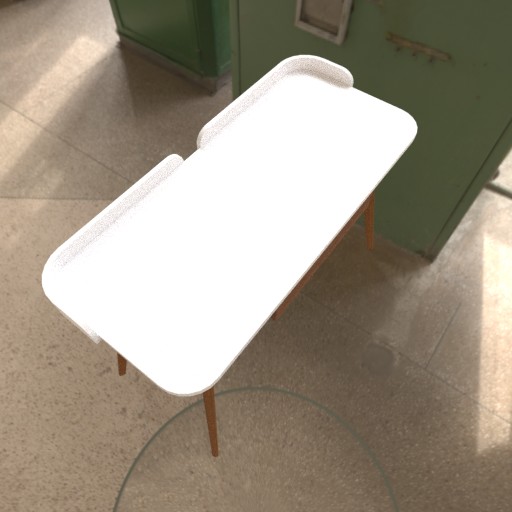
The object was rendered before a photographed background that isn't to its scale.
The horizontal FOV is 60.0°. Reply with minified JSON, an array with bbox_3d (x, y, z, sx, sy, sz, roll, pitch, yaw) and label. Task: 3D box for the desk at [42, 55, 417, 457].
[{"bbox_3d":[0.000,0.000,1.608,0.534,0.807,1.206,33,63,19],"label":"desk"}]
